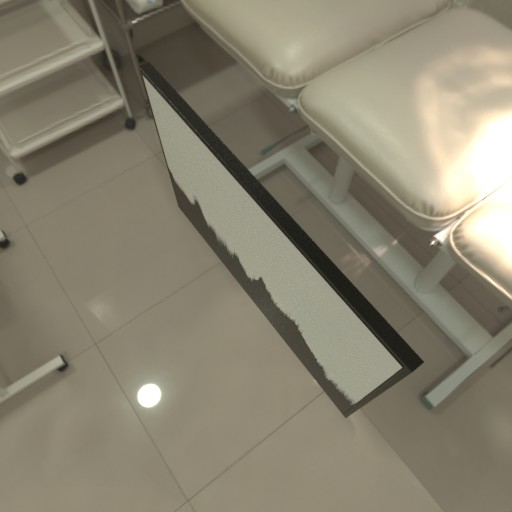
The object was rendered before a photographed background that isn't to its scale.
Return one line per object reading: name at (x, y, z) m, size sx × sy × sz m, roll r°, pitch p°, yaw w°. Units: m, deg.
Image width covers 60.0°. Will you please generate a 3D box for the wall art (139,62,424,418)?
wall art at (0.000, 0.000, 0.856) m, size 0.022 × 0.446 × 0.659 m, roll -34°, pitch 68°, yaw -16°
